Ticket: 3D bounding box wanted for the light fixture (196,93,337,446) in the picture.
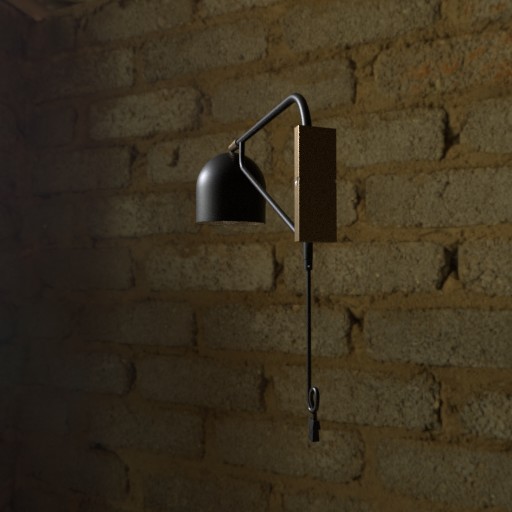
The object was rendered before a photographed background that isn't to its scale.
[{"bbox_3d":[0.000,0.000,1.121,0.215,0.696,0.720,0,-2,-18],"label":"light fixture"}]
